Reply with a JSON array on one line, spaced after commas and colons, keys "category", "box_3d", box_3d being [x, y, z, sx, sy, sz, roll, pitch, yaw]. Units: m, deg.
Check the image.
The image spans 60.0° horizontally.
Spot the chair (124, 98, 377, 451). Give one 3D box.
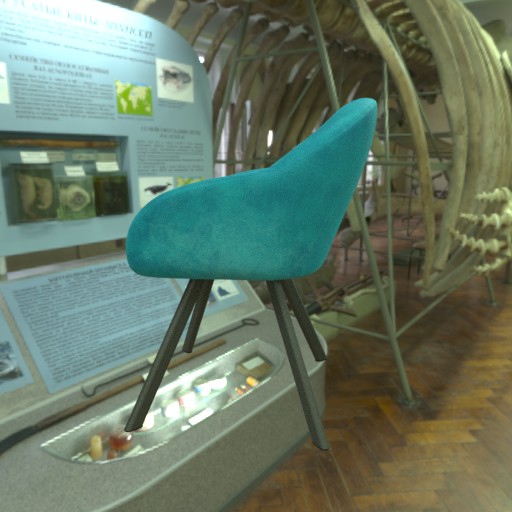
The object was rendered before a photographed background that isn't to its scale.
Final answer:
[{"category": "chair", "box_3d": [0.000, 0.000, 1.195, 0.590, 0.795, 0.550, 2, 13, 8]}]
